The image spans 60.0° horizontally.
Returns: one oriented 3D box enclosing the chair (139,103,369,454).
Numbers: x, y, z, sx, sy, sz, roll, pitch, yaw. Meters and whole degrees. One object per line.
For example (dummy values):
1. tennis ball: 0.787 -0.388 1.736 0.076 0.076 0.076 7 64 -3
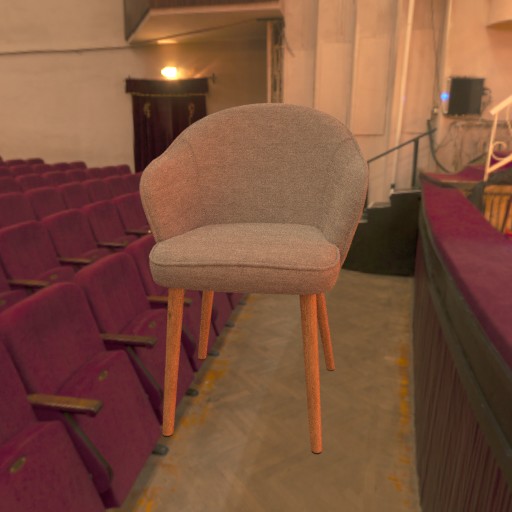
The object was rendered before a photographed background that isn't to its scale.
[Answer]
1. chair: 0.000 0.000 1.164 0.540 0.800 0.530 2 15 9
